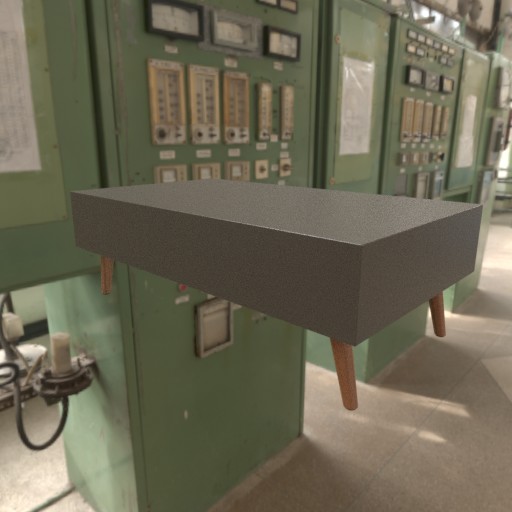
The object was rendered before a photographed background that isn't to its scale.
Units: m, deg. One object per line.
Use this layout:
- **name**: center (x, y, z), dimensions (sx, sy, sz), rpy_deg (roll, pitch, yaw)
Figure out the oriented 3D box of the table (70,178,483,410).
- **table**: center (0.000, 0.000, 1.517), dimensions (1.201, 0.404, 0.703), rpy_deg (14, 20, 41)
